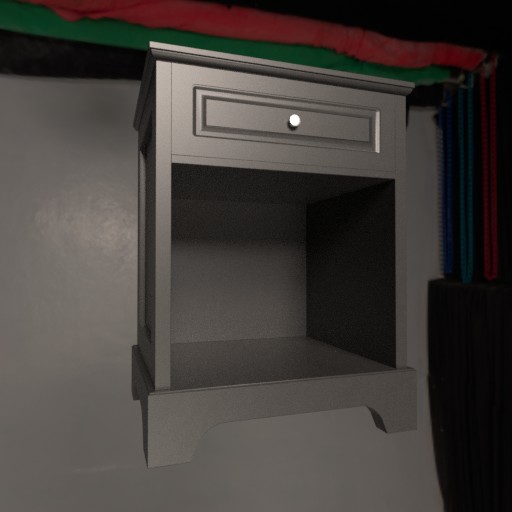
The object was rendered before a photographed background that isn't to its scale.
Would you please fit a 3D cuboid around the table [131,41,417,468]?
[{"bbox_3d":[0.000,0.000,0.893,0.460,0.610,0.399,0,-1,-19],"label":"table"}]
